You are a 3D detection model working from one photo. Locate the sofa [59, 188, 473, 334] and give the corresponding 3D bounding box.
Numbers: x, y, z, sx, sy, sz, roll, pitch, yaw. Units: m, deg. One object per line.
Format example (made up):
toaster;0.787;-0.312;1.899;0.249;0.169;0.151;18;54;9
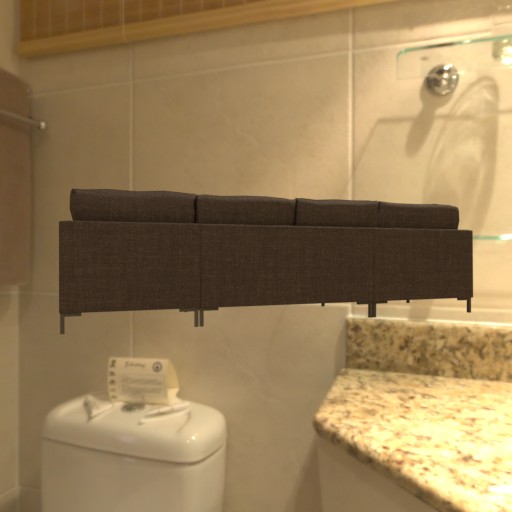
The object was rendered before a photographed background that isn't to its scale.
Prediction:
sofa;0.000;0.000;4.331;3.423;0.999;2.048;0;0;-19
